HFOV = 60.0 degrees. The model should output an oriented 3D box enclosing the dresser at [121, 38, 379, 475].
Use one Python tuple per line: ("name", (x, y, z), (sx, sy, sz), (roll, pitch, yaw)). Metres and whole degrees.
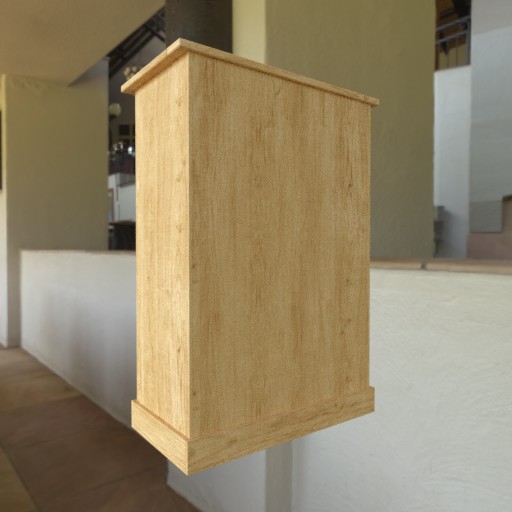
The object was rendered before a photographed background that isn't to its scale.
("dresser", (0.000, 0.000, 1.770), (0.915, 1.300, 0.485), (-1, 1, -37))
